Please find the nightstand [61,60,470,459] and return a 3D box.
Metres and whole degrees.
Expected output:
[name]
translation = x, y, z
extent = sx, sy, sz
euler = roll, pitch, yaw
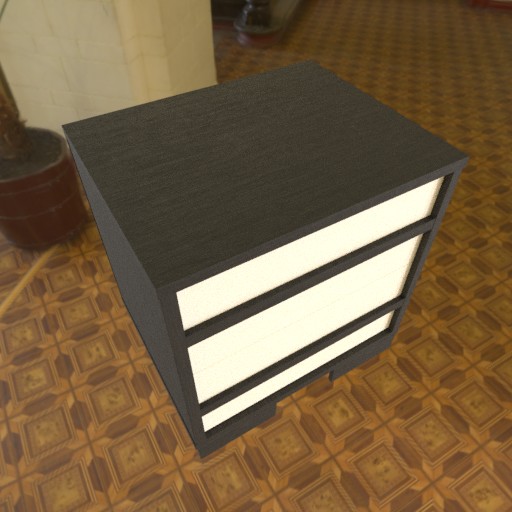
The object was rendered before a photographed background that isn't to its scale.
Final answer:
[nightstand]
translation = 0.000, 0.000, 0.751
extent = 0.427, 0.448, 0.347
euler = -23, 51, -21
